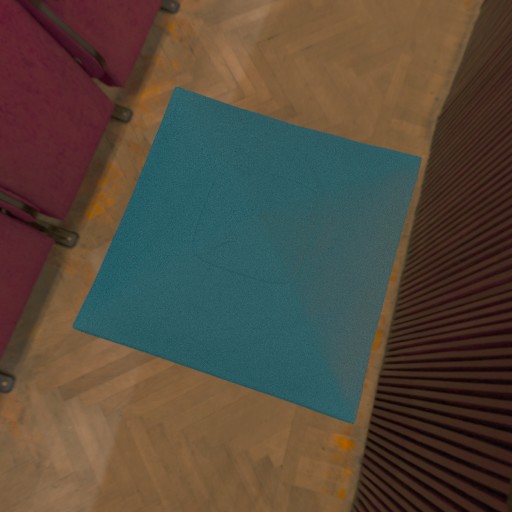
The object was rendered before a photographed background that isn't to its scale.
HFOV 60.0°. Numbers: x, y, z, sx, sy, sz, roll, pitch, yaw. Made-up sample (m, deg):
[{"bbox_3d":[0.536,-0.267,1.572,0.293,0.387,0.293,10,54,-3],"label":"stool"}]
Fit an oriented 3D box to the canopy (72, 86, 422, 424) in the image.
[{"bbox_3d":[0.000,0.000,5.463,2.996,2.997,2.998,18,76,5],"label":"canopy"}]
